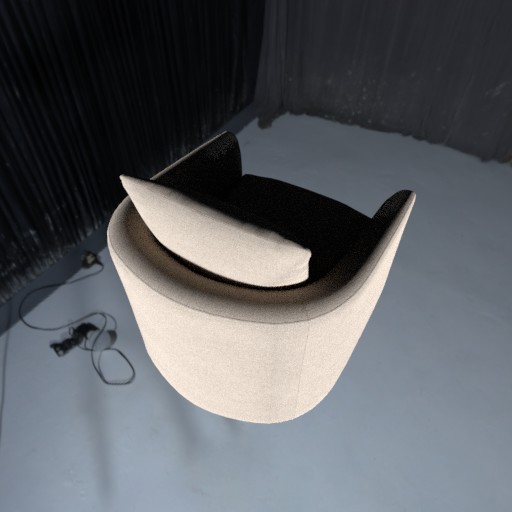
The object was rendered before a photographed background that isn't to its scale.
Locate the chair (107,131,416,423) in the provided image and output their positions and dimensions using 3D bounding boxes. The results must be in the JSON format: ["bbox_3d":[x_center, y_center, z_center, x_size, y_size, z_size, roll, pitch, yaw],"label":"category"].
[{"bbox_3d":[0.000,0.000,1.587,0.845,0.848,0.910,23,51,20],"label":"chair"}]
